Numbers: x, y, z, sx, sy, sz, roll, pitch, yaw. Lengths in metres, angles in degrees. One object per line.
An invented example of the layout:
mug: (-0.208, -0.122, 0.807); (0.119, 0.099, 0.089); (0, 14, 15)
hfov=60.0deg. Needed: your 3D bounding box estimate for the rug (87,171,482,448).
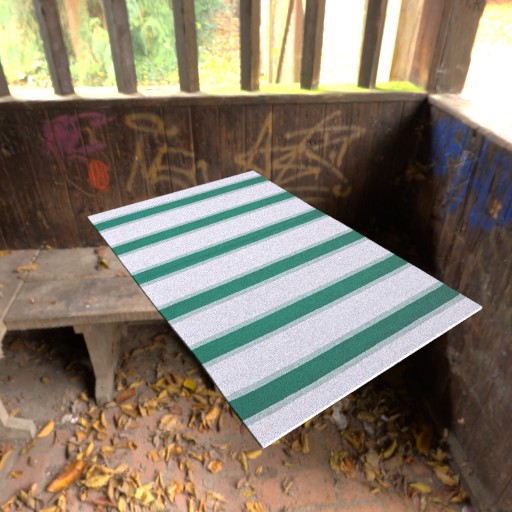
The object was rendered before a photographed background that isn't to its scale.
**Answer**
rug: (0.000, 0.000, 2.327); (1.210, 0.012, 1.829); (-21, 40, -28)
